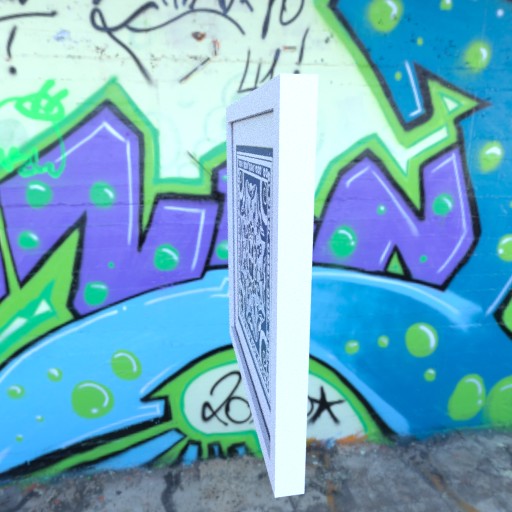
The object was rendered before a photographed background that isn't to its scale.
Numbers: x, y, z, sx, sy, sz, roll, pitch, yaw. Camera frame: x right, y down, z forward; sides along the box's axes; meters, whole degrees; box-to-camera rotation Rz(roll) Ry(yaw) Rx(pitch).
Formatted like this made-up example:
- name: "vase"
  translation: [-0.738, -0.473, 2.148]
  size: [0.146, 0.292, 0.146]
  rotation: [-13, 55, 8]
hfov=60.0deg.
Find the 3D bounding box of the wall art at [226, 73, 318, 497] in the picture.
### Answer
- name: "wall art"
  translation: [0.000, 0.000, 0.523]
  size: [0.027, 0.355, 0.355]
  rotation: [-3, 15, -10]
